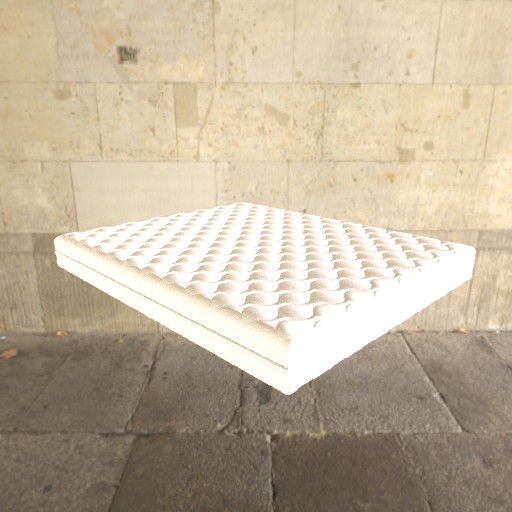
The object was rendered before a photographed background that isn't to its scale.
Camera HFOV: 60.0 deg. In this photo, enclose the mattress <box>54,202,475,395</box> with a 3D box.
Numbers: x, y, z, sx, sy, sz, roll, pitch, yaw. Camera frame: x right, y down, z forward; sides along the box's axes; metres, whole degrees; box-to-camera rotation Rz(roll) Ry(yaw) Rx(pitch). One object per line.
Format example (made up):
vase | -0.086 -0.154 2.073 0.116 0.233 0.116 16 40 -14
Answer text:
mattress | 0.000 0.000 2.607 1.600 0.200 1.900 -17 24 -42
